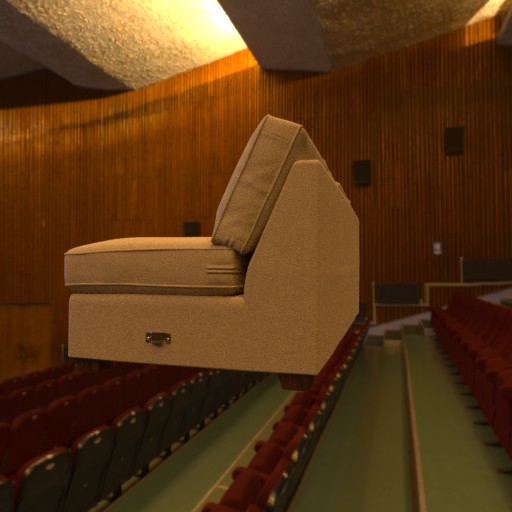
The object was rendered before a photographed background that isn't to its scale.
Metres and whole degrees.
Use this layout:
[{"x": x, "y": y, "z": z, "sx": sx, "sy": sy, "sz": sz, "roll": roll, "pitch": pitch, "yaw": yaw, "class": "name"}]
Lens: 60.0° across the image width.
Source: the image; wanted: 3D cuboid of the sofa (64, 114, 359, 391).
[{"x": 0.000, "y": 0.000, "z": 2.517, "sx": 1.034, "sy": 0.946, "sz": 1.962, "roll": 0, "pitch": -1, "yaw": 17, "class": "sofa"}]
